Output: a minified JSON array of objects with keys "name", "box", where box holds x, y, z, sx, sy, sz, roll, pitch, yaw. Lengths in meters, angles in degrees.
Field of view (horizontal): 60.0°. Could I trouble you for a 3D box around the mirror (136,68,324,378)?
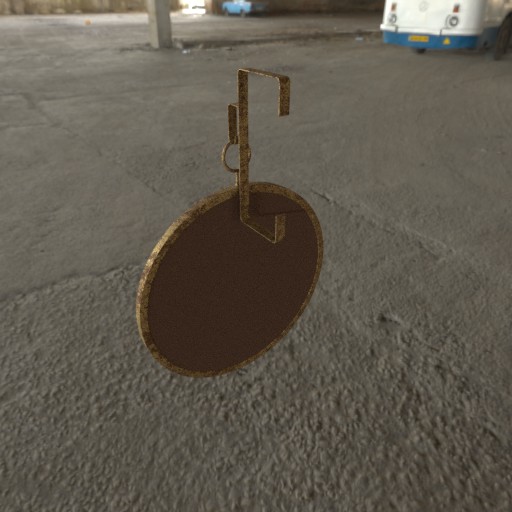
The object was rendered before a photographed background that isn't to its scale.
[{"name":"mirror","box":[0.000,0.000,0.835,0.447,0.651,0.144,-20,36,-29]}]
